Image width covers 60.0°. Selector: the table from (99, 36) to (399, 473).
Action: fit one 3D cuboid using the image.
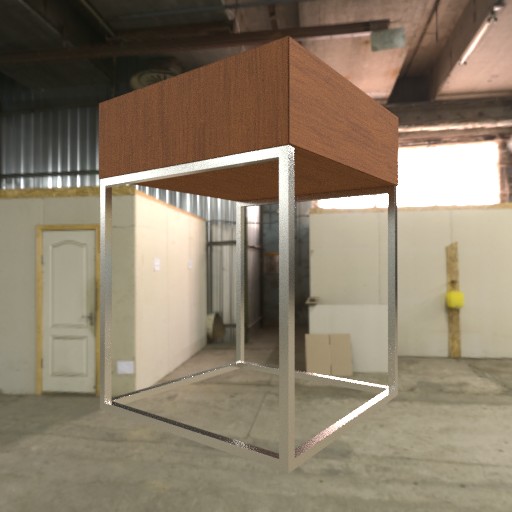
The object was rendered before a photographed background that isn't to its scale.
[{"bbox_3d":[0.000,0.000,0.823,0.398,0.540,0.397,0,-1,37],"label":"table"}]
